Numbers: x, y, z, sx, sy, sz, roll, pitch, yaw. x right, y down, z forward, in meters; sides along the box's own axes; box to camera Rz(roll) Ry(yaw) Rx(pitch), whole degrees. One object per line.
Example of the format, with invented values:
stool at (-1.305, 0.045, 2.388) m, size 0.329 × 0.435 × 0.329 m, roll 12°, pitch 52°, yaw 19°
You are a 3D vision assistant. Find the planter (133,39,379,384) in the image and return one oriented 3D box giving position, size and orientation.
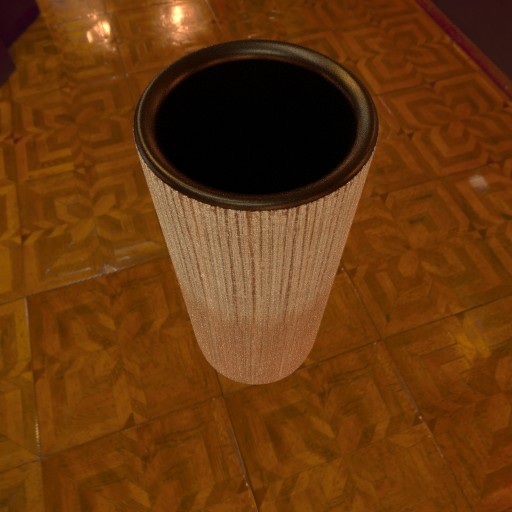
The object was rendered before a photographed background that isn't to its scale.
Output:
planter at (0.000, 0.000, 0.276) m, size 0.100 × 0.227 × 0.100 m, roll -15°, pitch 60°, yaw -9°
